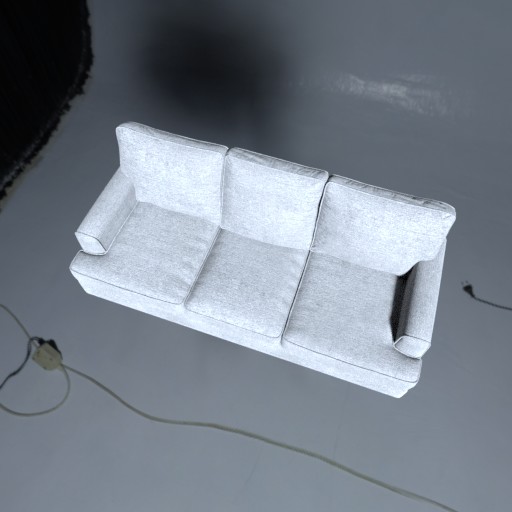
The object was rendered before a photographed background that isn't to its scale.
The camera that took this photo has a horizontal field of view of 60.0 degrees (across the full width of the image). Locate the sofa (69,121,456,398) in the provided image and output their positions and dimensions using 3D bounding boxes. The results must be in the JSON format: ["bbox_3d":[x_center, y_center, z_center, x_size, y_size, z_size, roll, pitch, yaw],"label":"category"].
[{"bbox_3d":[0.000,0.000,2.736,2.158,0.965,0.951,17,60,10],"label":"sofa"}]
